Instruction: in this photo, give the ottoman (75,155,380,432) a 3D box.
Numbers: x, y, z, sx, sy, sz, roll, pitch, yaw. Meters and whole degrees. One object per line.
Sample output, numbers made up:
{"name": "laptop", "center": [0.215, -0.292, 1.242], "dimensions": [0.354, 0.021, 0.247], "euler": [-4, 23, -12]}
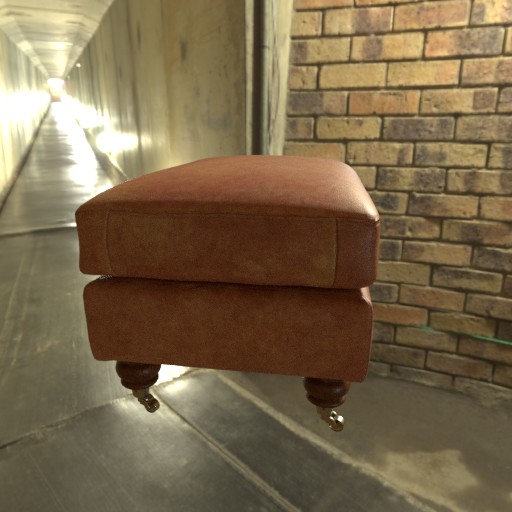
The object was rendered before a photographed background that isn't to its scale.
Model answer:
{"name": "ottoman", "center": [0.000, 0.000, 1.185], "dimensions": [0.565, 0.507, 0.852], "euler": [3, 17, 9]}
